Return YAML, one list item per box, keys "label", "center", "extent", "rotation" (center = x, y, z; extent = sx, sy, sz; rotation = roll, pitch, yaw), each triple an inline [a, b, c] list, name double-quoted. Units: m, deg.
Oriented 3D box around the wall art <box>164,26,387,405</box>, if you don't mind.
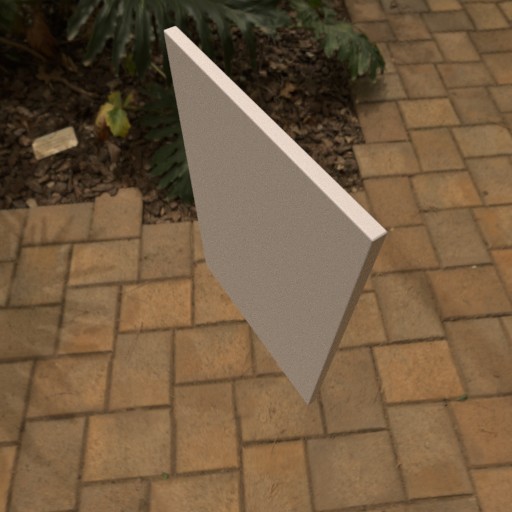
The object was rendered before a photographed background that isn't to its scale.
- label: "wall art"
  center: [0.000, 0.000, 1.020]
  extent: [0.026, 0.813, 0.556]
  rotation: [-30, 62, -18]
